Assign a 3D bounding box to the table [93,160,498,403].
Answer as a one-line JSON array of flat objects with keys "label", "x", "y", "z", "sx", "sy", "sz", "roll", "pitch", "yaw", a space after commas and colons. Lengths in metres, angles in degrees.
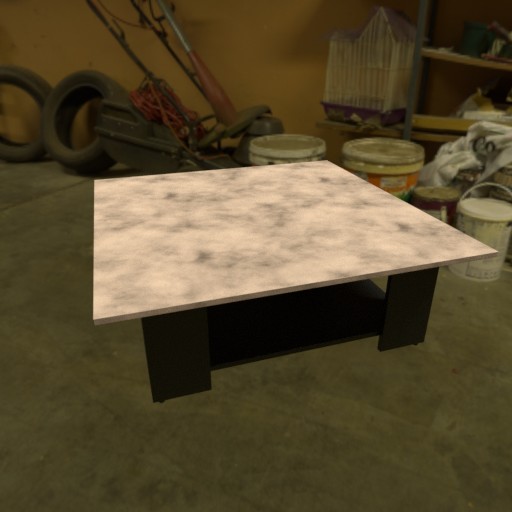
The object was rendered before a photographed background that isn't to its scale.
[{"label": "table", "x": 0.000, "y": 0.000, "z": 1.347, "sx": 0.890, "sy": 0.305, "sz": 0.890, "roll": -8, "pitch": 27, "yaw": -16}]
